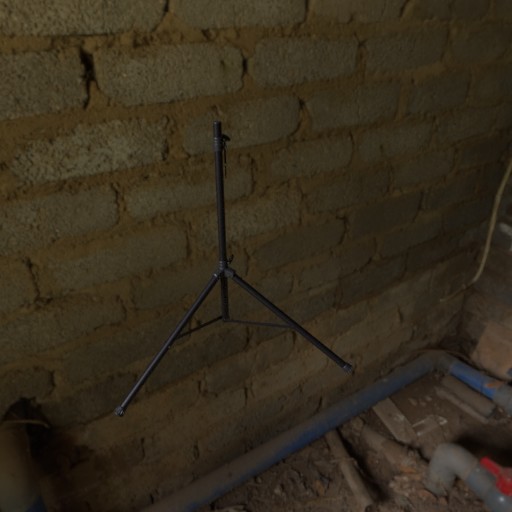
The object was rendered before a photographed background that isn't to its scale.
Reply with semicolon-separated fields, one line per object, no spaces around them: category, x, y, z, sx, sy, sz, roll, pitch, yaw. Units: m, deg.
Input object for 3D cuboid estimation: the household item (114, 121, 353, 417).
household item;0.000;0.000;2.739;1.339;1.595;1.596;9;31;16
